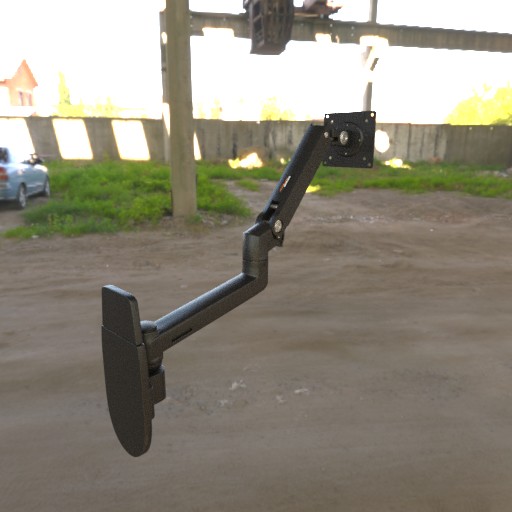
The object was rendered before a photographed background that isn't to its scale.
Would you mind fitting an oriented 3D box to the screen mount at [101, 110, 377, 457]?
[{"bbox_3d":[0.000,0.000,0.717,0.115,0.466,0.495,14,20,43],"label":"screen mount"}]
